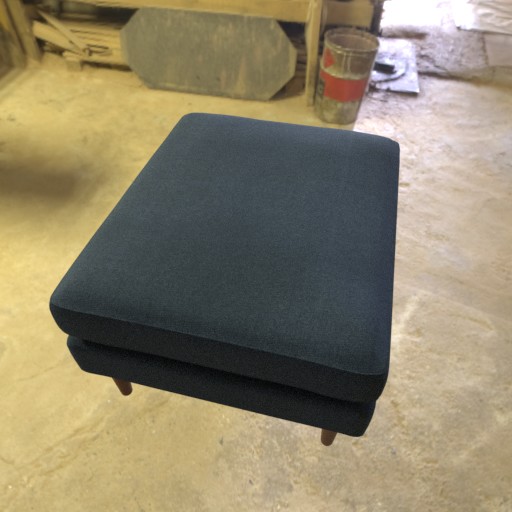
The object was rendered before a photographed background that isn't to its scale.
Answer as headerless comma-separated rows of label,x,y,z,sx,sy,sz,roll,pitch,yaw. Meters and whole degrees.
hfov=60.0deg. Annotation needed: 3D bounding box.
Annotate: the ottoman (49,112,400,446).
ottoman,0.000,0.000,1.231,0.693,0.474,0.821,10,47,10
